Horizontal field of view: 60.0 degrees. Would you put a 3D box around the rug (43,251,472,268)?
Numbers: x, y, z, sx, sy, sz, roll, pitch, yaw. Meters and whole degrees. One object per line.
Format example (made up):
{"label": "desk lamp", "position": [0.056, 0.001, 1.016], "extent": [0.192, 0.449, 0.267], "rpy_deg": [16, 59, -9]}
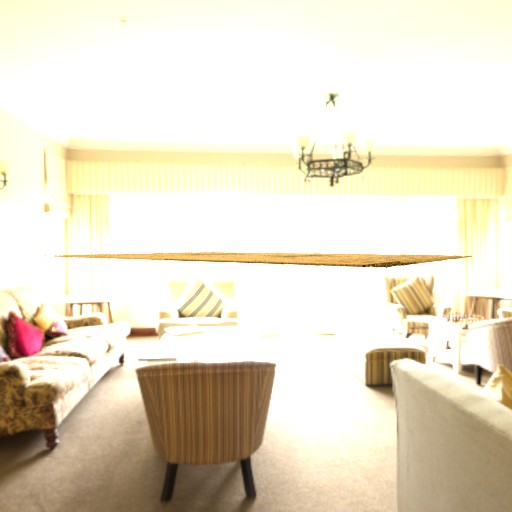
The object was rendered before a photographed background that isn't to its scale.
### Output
{"label": "rug", "position": [0.000, 0.000, 2.901], "extent": [2.312, 0.013, 1.600], "rpy_deg": [1, 2, 36]}
